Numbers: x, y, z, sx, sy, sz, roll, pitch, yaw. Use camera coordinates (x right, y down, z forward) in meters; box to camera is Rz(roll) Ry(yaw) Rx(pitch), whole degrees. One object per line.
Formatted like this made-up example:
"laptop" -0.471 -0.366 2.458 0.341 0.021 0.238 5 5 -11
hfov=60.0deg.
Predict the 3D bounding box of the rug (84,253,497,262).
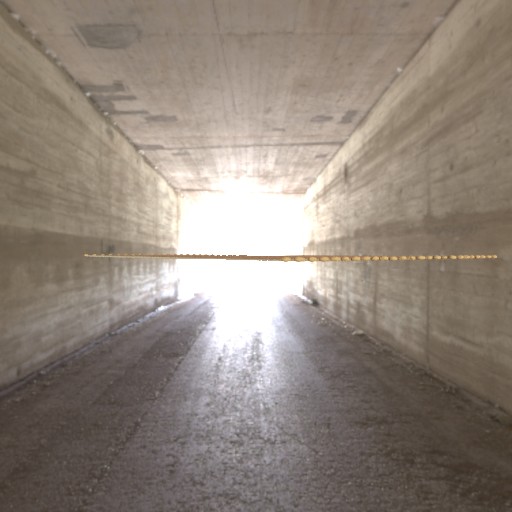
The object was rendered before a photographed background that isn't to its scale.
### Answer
"rug" 0.000 0.000 2.960 1.556 0.022 2.433 0 1 -37
